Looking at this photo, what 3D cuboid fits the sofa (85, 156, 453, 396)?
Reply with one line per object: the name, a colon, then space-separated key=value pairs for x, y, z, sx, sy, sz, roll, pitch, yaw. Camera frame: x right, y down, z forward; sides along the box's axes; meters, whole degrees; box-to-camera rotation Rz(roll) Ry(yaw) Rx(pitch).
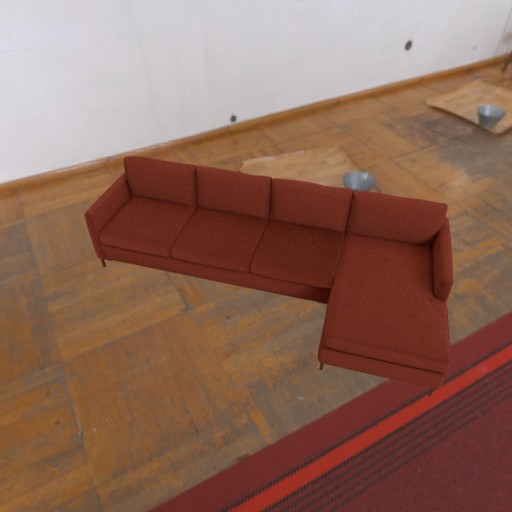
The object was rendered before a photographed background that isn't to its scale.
sofa: x=0.000 y=0.000 z=3.532 sx=2.932 sy=0.810 sz=1.350 roll=11 pitch=42 yaw=12
